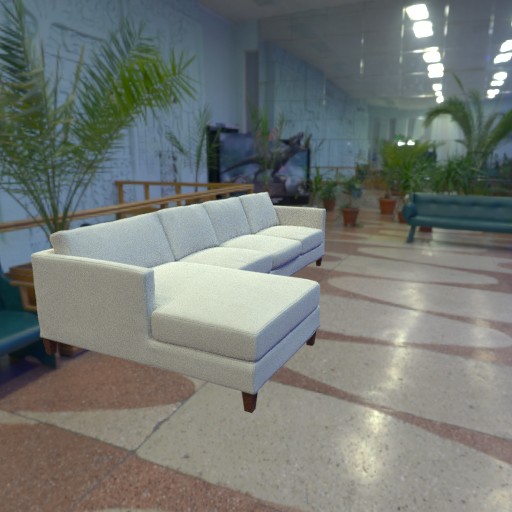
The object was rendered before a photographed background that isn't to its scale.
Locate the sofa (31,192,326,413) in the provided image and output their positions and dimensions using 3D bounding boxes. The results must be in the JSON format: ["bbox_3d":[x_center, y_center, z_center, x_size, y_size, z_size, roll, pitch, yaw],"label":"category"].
[{"bbox_3d":[0.000,0.000,3.883,1.625,0.861,3.186,6,15,26],"label":"sofa"}]
